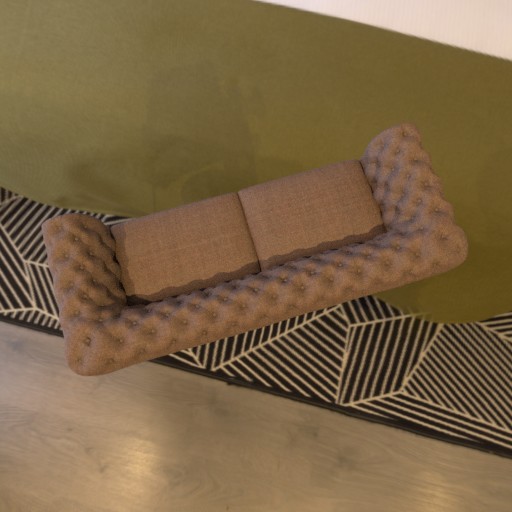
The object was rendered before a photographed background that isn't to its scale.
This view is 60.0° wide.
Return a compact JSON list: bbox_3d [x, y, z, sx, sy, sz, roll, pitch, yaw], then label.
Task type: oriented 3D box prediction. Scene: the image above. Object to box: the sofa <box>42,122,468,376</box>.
[{"bbox_3d":[0.000,0.000,2.851,2.385,0.787,0.944,-16,76,-4],"label":"sofa"}]
